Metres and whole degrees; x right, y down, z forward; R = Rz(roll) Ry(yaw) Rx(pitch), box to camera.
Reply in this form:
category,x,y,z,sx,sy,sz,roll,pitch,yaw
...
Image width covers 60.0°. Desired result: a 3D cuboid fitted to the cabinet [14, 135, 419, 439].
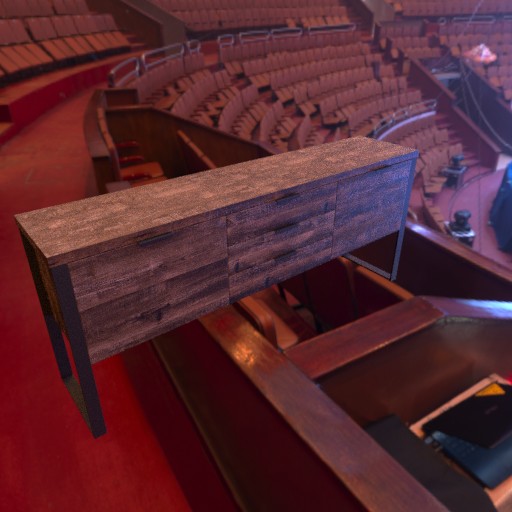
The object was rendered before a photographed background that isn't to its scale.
category,x,y,z,sx,sy,sz,roll,pitch,yaw
cabinet,0.000,0.000,2.052,1.800,0.762,0.395,-21,35,-33
